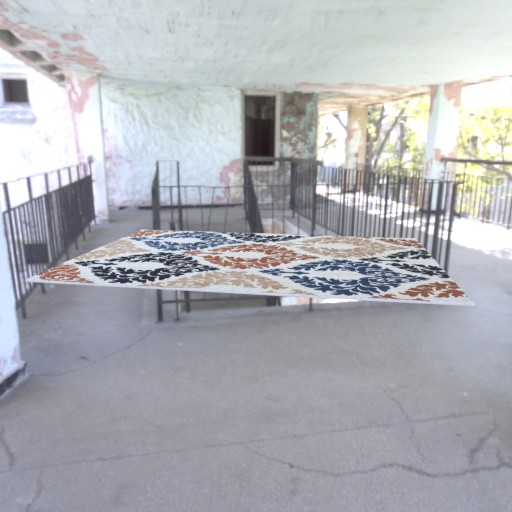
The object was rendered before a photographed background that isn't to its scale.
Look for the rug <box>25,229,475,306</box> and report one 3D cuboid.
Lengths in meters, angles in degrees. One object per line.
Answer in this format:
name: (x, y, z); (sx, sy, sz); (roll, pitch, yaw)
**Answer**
rug: (0.000, 0.000, 2.914); (2.275, 0.014, 1.514); (2, 14, 9)
